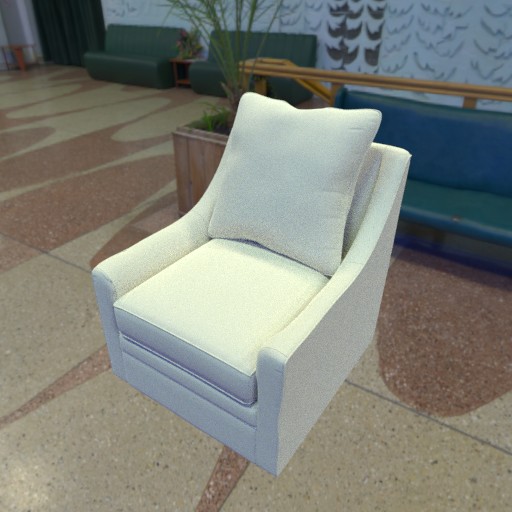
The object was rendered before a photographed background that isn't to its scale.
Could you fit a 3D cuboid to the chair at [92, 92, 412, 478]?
[{"bbox_3d":[0.000,0.000,1.592,0.756,0.965,0.876,20,36,29],"label":"chair"}]
